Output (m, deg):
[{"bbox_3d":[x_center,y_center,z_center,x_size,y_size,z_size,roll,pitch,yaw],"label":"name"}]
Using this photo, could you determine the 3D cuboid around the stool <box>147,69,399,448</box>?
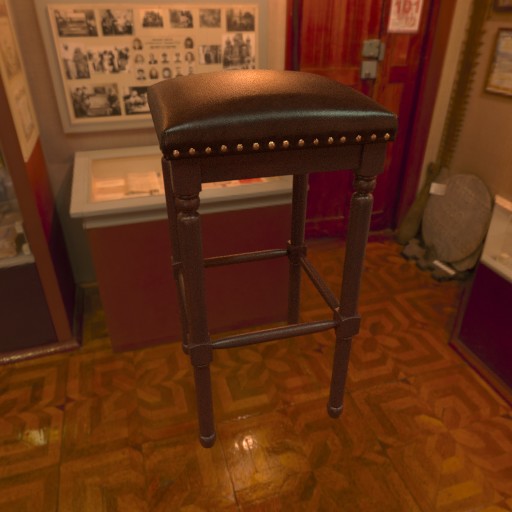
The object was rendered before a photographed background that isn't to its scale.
[{"bbox_3d":[0.000,0.000,0.993,0.382,0.768,0.383,-8,31,-13],"label":"stool"}]
